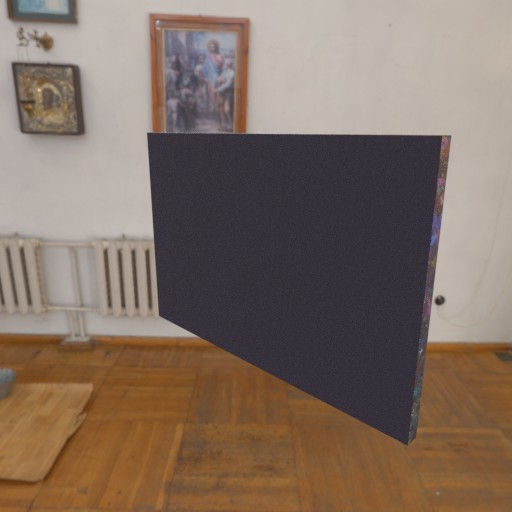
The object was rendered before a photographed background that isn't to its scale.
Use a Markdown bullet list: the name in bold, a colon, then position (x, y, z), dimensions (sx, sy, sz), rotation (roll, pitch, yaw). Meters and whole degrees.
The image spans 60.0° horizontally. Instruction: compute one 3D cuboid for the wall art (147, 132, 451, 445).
- **wall art**: position (0.000, 0.000, 1.134), dimensions (0.037, 0.604, 0.908), rotation (-15, 22, -42)
